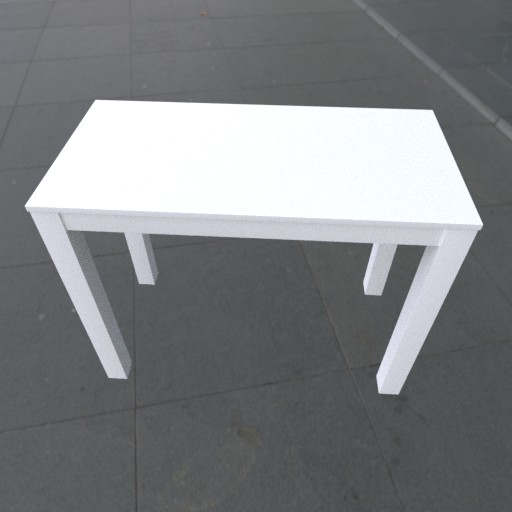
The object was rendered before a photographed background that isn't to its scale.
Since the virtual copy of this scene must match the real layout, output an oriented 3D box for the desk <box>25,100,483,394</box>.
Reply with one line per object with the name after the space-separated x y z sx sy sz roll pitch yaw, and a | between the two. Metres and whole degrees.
0.000 0.000 1.401 0.990 0.762 0.497 3 46 2 | desk
